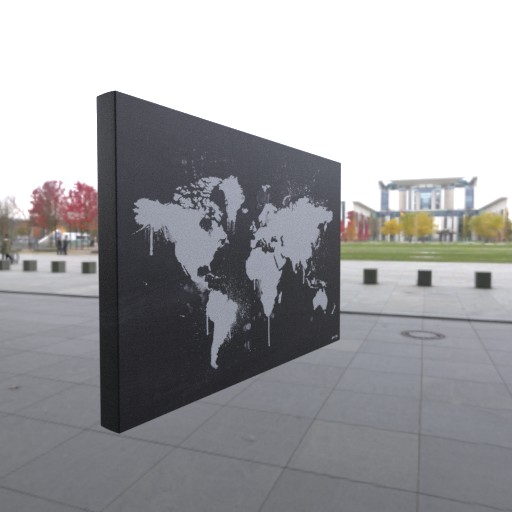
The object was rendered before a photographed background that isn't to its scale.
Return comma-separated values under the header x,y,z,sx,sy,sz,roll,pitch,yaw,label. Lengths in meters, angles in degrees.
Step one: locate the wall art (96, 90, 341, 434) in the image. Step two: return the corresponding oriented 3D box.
x,y,z,sx,sy,sz,roll,pitch,yaw,label
0.000,0.000,0.780,0.038,0.409,0.610,2,3,36,wall art
